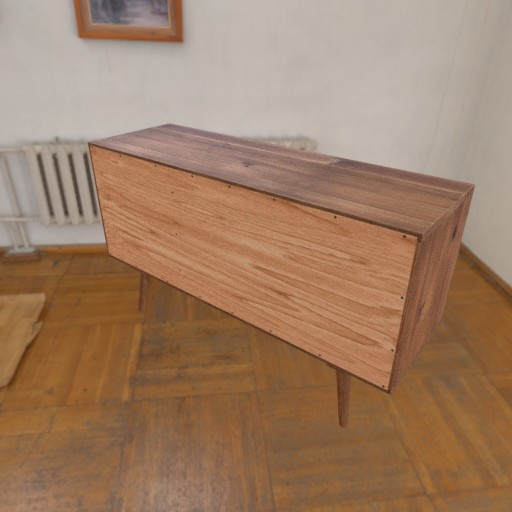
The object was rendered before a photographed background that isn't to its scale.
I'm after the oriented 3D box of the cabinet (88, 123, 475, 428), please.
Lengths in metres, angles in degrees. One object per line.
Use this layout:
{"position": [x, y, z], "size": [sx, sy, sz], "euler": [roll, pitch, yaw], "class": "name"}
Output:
{"position": [0.000, 0.000, 1.802], "size": [1.400, 0.800, 0.472], "euler": [21, 35, 33], "class": "cabinet"}
